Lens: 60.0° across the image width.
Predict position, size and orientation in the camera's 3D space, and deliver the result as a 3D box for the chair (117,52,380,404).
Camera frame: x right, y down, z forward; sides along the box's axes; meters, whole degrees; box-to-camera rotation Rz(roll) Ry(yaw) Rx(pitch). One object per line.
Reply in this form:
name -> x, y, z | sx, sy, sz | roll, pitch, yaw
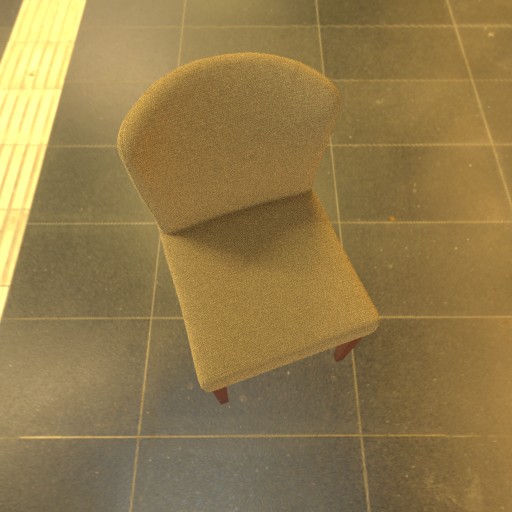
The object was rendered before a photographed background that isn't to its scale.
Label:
chair -> 0.000, 0.000, 1.200 | 0.491, 0.839, 0.589 | -18, 65, -9
